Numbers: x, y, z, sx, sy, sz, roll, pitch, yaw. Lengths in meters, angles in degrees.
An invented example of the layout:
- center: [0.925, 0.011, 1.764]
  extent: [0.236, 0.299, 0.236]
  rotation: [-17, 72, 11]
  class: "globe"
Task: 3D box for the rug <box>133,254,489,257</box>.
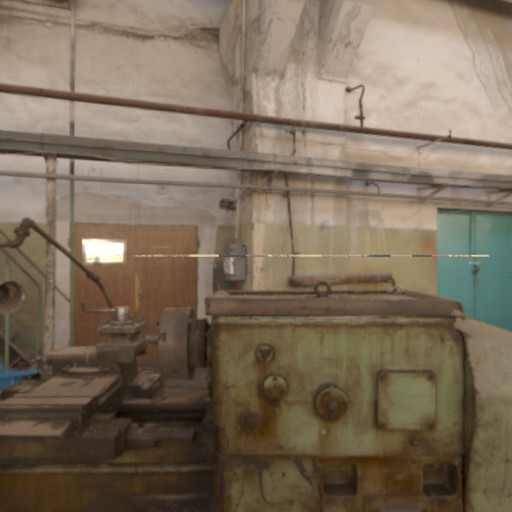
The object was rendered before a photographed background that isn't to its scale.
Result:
- center: [0.000, 0.000, 2.983]
  extent: [1.513, 0.008, 2.423]
  rotation: [0, 0, -18]
  class: "rug"
